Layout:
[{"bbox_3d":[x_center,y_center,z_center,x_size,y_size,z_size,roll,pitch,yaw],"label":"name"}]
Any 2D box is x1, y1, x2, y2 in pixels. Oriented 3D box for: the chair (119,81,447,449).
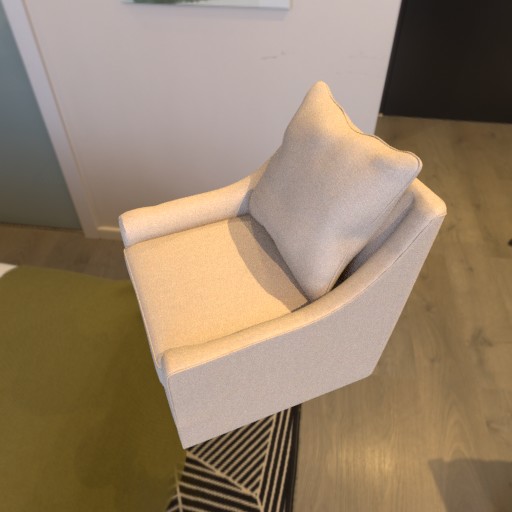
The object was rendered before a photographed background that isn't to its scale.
[{"bbox_3d":[0.000,0.000,1.587,0.876,0.942,0.760,-16,46,-16],"label":"chair"}]
